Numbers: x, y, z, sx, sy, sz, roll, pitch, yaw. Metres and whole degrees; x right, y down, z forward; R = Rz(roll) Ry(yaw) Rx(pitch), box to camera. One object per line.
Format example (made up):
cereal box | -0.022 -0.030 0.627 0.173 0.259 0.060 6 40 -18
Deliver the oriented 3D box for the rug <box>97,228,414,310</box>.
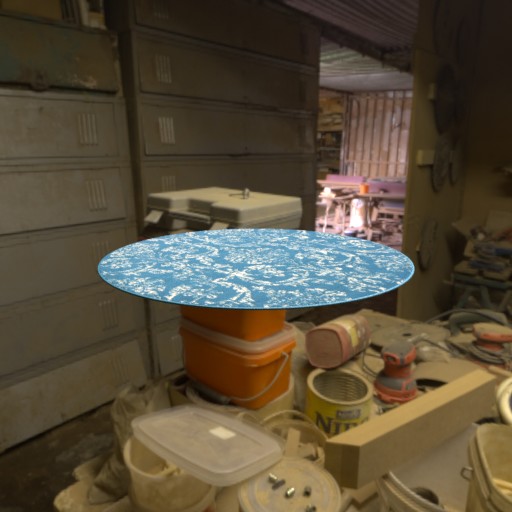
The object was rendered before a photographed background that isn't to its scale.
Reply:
rug | 0.000 0.000 2.357 1.593 0.012 1.593 0 14 0
